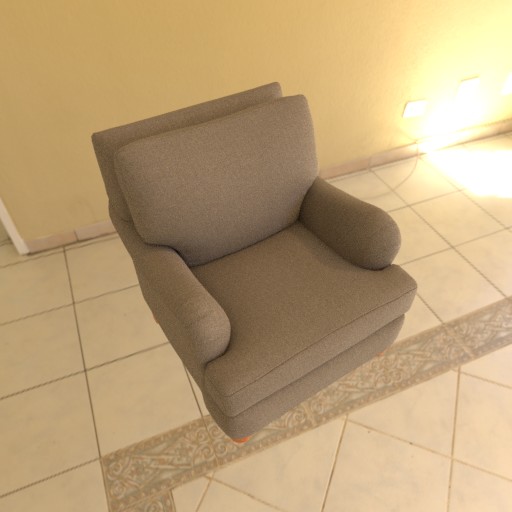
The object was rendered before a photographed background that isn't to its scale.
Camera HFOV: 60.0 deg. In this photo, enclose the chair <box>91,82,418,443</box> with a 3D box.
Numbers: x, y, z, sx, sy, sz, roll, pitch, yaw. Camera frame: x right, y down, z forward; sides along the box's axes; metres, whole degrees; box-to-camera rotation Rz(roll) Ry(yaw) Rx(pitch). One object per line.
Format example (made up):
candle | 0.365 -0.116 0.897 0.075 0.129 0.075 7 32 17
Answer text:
chair | 0.000 0.000 1.899 0.955 1.038 1.070 -24 50 -22
